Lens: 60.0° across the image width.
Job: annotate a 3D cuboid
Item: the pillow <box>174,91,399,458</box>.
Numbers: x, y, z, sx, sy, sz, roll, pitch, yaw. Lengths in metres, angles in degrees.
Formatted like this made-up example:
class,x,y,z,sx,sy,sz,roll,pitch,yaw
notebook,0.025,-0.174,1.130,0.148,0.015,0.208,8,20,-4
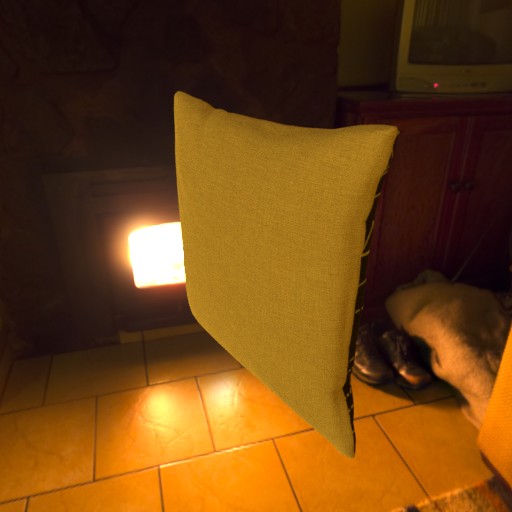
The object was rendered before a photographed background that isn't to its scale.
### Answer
class,x,y,z,sx,sy,sz,roll,pitch,yaw
pillow,0.000,0.000,0.773,0.158,0.508,0.517,-18,31,-32
